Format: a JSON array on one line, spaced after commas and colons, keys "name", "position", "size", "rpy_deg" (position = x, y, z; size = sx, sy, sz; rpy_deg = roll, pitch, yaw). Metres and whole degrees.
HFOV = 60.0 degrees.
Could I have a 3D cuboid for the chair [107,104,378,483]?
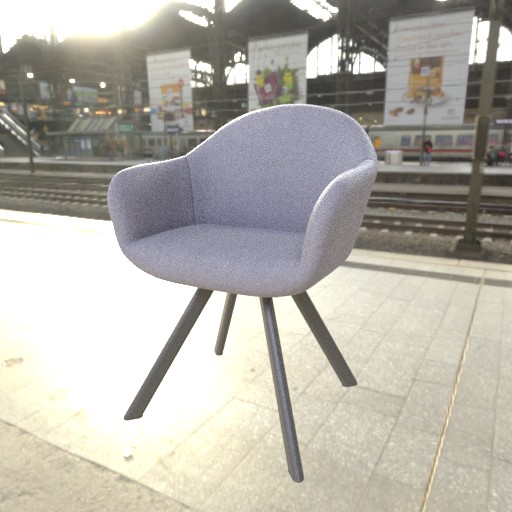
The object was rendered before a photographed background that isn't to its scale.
[{"name": "chair", "position": [0.000, 0.000, 1.167], "size": [0.590, 0.795, 0.550], "rpy_deg": [7, 16, 26]}]
